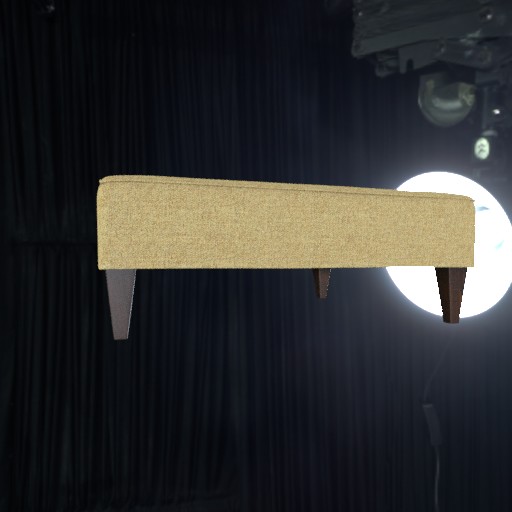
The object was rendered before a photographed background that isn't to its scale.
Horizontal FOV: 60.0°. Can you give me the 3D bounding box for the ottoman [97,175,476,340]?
[{"bbox_3d":[0.000,0.000,1.519,0.981,0.378,0.970,0,-1,-16],"label":"ottoman"}]
